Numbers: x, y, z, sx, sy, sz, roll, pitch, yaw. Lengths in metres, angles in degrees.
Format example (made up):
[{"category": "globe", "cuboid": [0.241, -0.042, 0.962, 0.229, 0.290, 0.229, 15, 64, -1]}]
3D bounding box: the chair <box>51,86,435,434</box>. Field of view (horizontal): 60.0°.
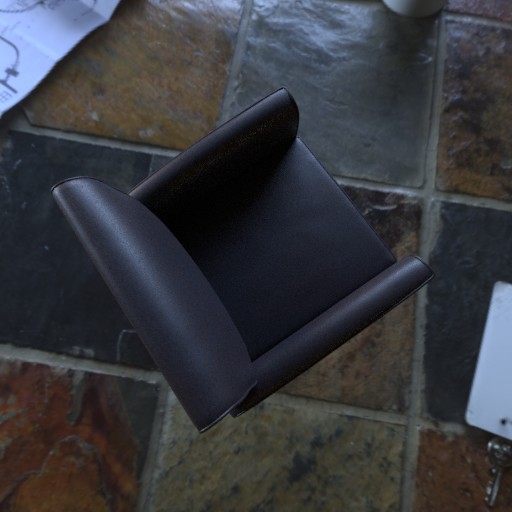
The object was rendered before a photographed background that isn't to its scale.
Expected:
[{"category": "chair", "cuboid": [0.000, 0.000, 1.564, 0.819, 0.916, 0.820, -34, 78, -8]}]
